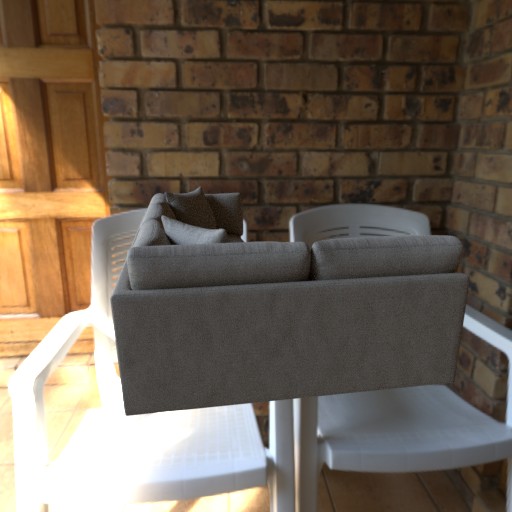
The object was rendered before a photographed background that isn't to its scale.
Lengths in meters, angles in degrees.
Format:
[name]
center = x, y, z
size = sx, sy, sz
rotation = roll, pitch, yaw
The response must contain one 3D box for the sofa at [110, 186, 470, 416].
[sofa]
center = 0.000, 0.000, 3.774
size = 1.994, 0.978, 2.896
rotation = -3, 15, -10
